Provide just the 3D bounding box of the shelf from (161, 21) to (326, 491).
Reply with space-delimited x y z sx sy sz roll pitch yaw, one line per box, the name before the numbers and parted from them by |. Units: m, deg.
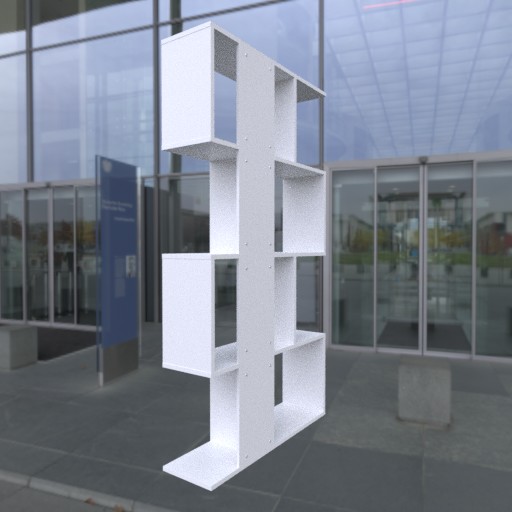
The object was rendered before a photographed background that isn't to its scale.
shelf | 0.000 0.000 1.988 0.250 1.650 0.890 1 1 36
